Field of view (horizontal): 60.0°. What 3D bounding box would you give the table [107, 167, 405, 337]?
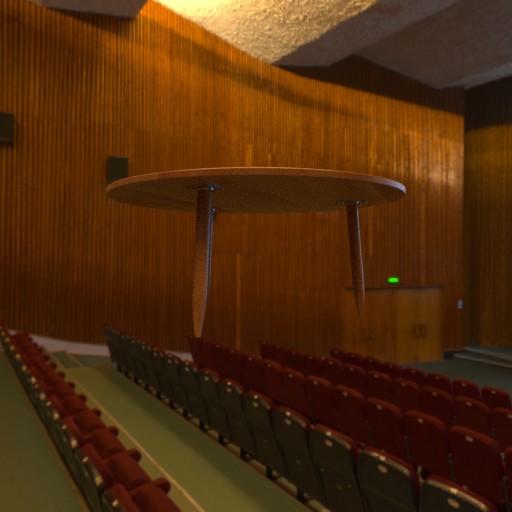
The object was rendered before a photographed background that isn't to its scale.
[{"bbox_3d":[0.000,0.000,1.409,0.900,0.400,0.900,0,0,0],"label":"table"}]
